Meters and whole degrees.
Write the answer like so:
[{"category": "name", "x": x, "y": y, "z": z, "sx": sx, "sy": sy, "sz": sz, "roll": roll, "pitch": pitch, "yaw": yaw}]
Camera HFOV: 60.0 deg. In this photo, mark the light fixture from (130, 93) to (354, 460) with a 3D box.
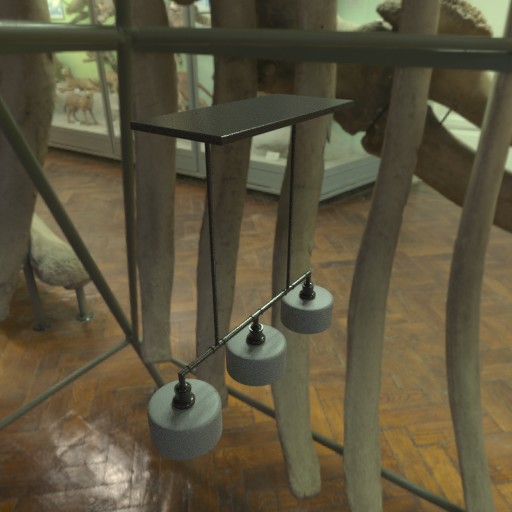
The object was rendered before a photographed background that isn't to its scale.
[{"category": "light fixture", "x": 0.000, "y": 0.000, "z": 0.878, "sx": 0.177, "sy": 0.557, "sz": 0.582, "roll": 18, "pitch": 32, "yaw": 32}]
